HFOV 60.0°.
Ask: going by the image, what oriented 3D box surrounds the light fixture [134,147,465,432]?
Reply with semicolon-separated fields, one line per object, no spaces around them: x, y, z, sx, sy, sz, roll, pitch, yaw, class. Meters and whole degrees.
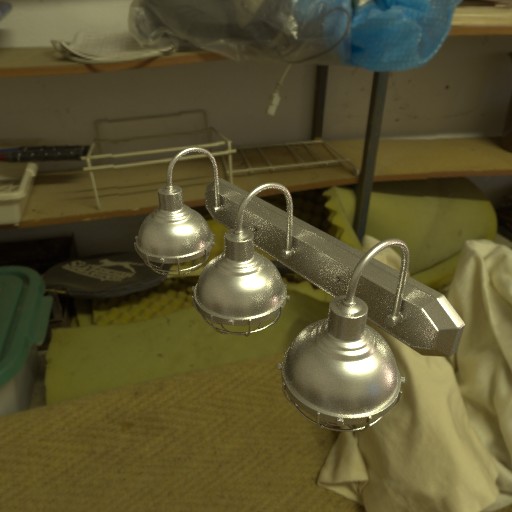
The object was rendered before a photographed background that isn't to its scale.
0.000;0.000;0.756;0.229;0.254;0.634;-21;37;-31;light fixture
